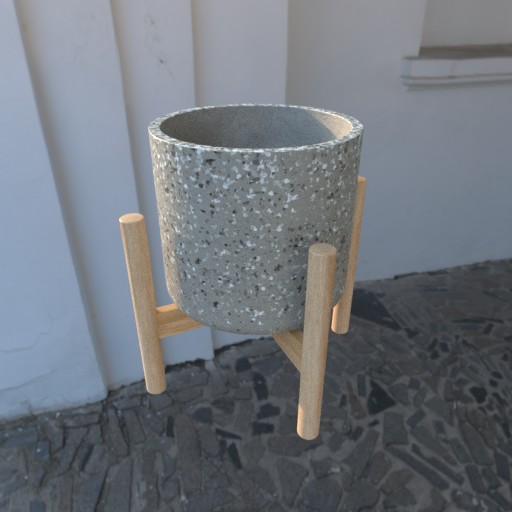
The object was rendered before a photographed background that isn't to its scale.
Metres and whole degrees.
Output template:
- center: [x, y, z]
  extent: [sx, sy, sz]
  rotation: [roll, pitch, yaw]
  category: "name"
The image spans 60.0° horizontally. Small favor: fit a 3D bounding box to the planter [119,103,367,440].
- center: [0.000, 0.000, 0.544]
  extent: [0.284, 0.320, 0.284]
  rotation: [-1, 29, -2]
  category: "planter"
